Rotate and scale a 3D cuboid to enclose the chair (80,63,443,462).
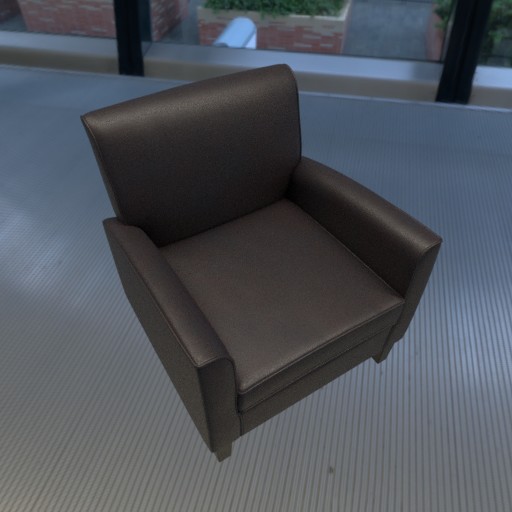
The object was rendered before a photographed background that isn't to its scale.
[{"bbox_3d":[0.000,0.000,1.512,0.820,0.916,0.819,-24,50,-22],"label":"chair"}]
